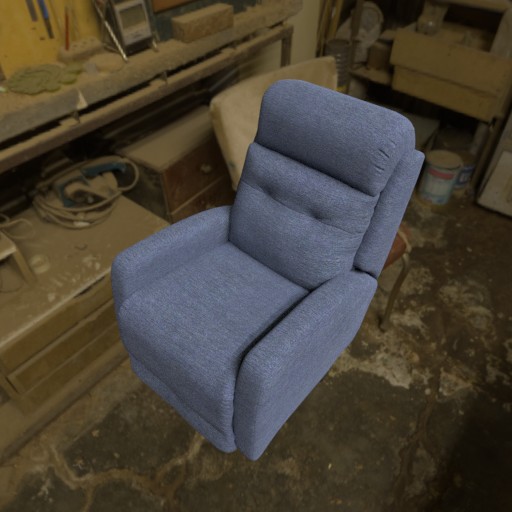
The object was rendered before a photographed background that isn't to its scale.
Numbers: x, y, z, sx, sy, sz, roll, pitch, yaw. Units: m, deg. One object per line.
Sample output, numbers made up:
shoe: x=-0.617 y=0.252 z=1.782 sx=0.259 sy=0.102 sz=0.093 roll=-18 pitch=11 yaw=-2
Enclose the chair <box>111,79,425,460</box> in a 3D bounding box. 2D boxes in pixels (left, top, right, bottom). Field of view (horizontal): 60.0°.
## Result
chair: x=0.000 y=0.000 z=1.698 sx=0.798 sy=1.013 sz=1.043 roll=32 pitch=53 yaw=28
